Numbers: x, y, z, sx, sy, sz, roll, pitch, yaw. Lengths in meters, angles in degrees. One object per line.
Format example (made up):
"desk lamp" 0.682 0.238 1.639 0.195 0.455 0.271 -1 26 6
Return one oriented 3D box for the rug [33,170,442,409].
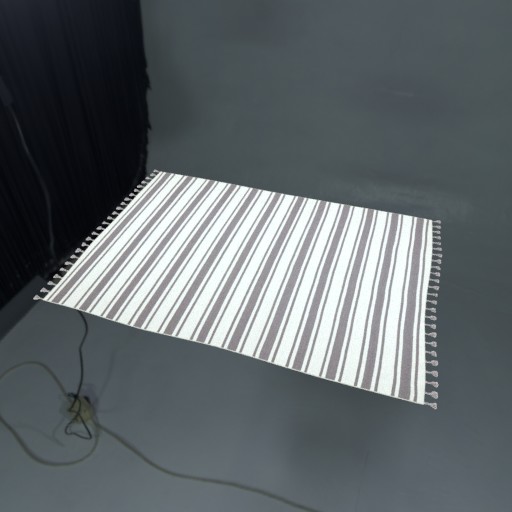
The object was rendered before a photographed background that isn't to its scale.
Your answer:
"rug" 0.000 0.000 3.812 3.040 0.017 2.030 12 43 13
